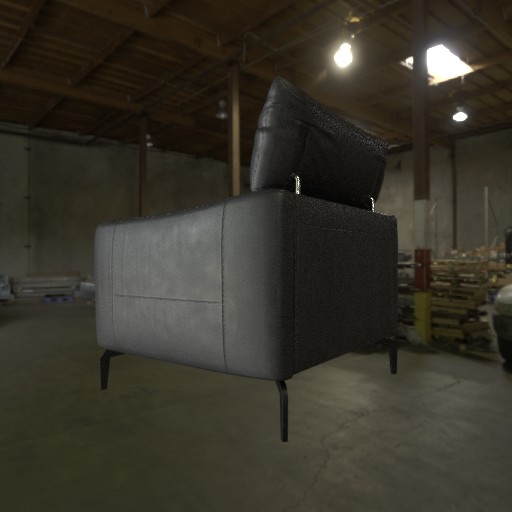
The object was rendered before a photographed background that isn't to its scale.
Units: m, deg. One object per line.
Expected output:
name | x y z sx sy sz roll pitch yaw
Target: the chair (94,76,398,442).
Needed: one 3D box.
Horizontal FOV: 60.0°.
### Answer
chair | 0.000 0.000 1.691 0.809 0.949 0.976 0 -1 36
